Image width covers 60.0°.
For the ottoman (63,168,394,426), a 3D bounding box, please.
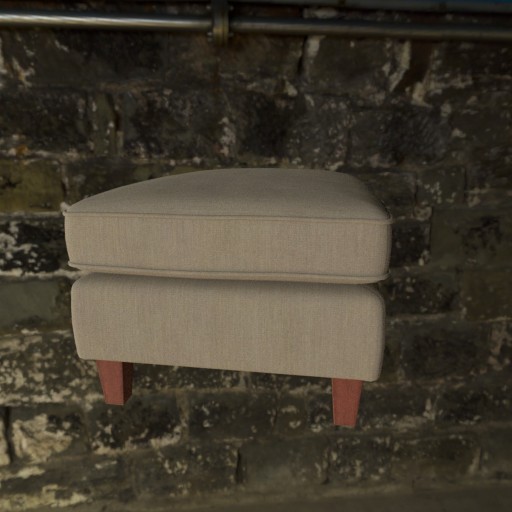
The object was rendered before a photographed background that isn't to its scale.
[{"bbox_3d":[0.000,0.000,1.270,0.636,0.480,0.941,2,14,9],"label":"ottoman"}]
